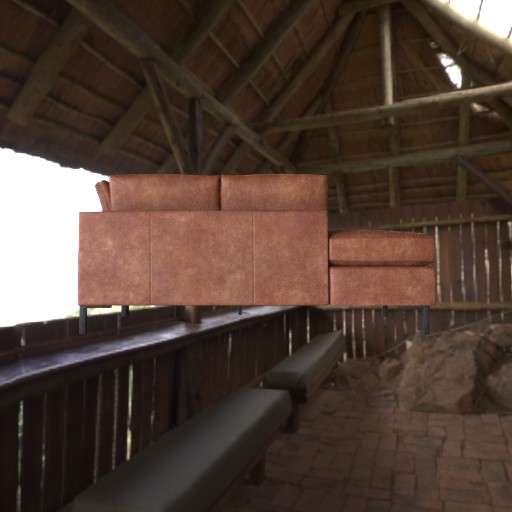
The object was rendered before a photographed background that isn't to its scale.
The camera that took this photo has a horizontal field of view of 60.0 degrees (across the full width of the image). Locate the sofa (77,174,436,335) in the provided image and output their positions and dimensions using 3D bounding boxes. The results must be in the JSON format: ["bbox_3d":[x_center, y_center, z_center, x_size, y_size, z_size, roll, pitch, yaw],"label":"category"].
[{"bbox_3d":[0.000,0.000,3.824,1.938,0.877,2.984,0,-1,0],"label":"sofa"}]
